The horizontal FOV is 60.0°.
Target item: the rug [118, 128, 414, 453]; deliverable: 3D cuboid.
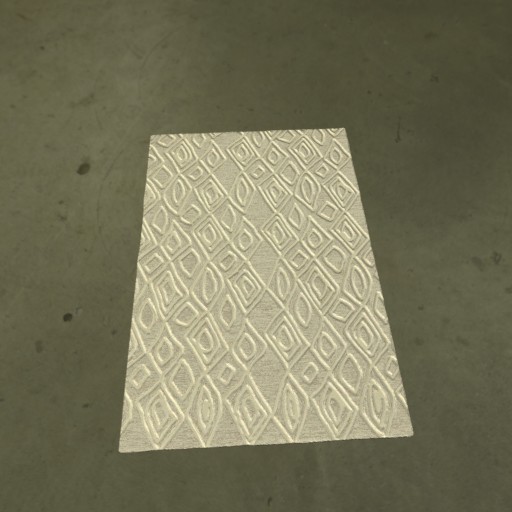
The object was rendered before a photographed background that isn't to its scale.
[{"bbox_3d":[0.000,0.000,2.301,1.224,0.016,1.832,-3,58,-2],"label":"rug"}]
